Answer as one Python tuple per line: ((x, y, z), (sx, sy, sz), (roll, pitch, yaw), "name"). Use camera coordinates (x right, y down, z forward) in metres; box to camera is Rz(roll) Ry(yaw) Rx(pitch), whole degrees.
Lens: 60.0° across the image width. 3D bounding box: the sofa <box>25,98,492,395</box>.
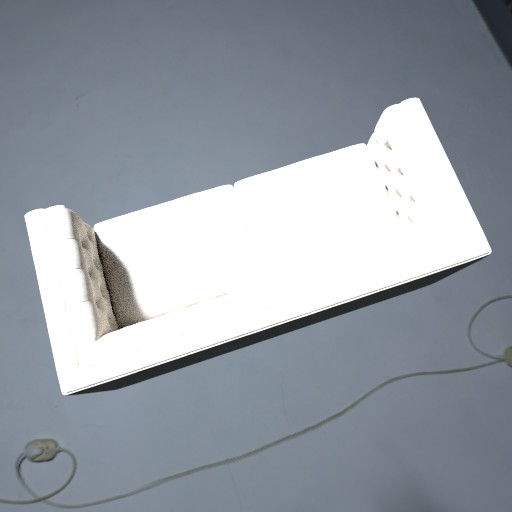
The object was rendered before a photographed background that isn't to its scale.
((0.000, 0.000, 2.179), (1.778, 0.762, 0.775), (-18, 76, -5), "sofa")
